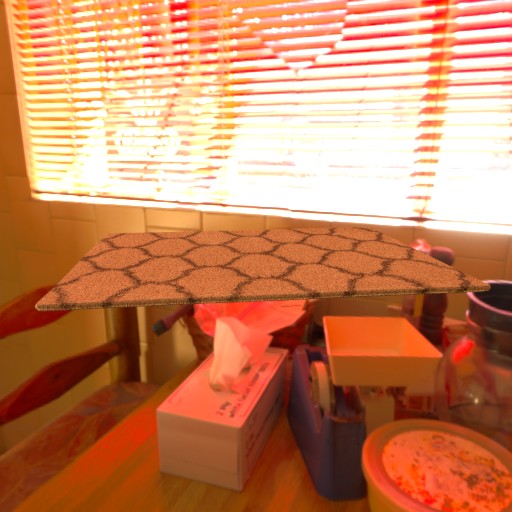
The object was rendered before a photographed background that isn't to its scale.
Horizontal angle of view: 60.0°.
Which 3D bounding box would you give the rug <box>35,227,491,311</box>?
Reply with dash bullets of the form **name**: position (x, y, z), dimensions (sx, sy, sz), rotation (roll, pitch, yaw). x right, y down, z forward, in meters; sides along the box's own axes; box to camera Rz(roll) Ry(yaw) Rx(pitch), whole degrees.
- **rug**: position (0.000, 0.000, 2.107), dimensions (1.600, 0.025, 1.200), rotation (-2, 14, -7)
